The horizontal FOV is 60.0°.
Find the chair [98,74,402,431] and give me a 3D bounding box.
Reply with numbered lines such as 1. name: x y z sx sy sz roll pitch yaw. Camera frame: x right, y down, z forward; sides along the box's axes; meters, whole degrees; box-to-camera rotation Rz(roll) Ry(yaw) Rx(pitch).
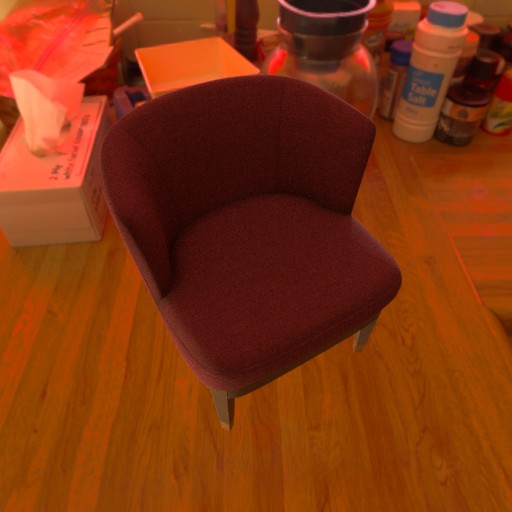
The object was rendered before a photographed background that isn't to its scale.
1. chair: 0.000 0.000 1.278 0.700 0.760 0.660 -24 52 -21
